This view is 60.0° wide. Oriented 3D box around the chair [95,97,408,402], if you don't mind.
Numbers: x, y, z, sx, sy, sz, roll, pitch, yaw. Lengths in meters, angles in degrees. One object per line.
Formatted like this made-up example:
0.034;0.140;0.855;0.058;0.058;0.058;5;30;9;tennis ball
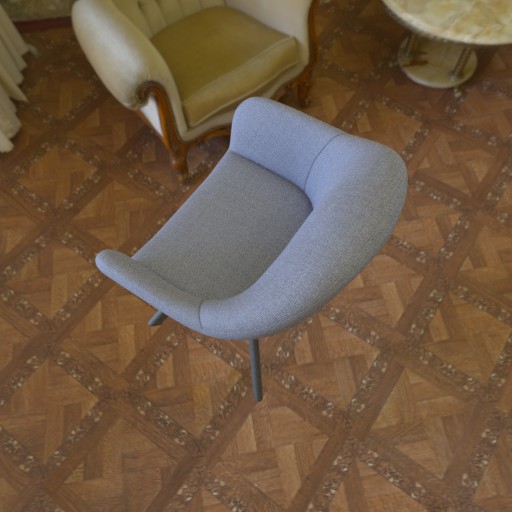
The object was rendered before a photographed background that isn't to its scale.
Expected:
0.000;0.000;1.154;0.550;0.795;0.590;31;67;15;chair
